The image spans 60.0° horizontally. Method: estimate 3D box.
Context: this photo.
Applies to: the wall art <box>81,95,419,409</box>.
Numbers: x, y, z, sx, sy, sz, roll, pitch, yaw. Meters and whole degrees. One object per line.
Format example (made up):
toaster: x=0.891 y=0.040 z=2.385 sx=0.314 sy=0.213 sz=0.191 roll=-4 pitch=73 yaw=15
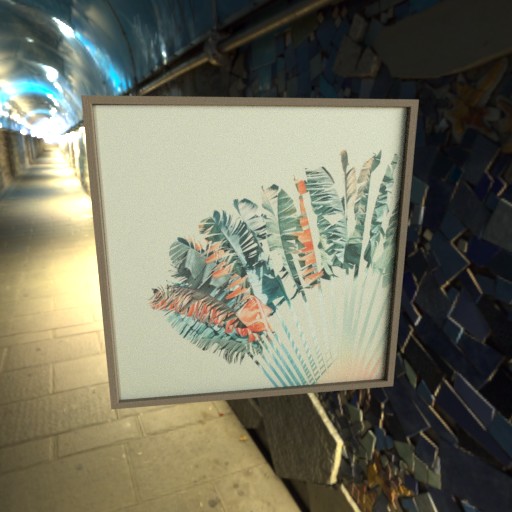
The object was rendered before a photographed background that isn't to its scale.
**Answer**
wall art: x=0.000 y=0.000 z=0.453 sx=0.304 sy=0.303 sz=0.038 roll=-2 pitch=15 yaw=-8
